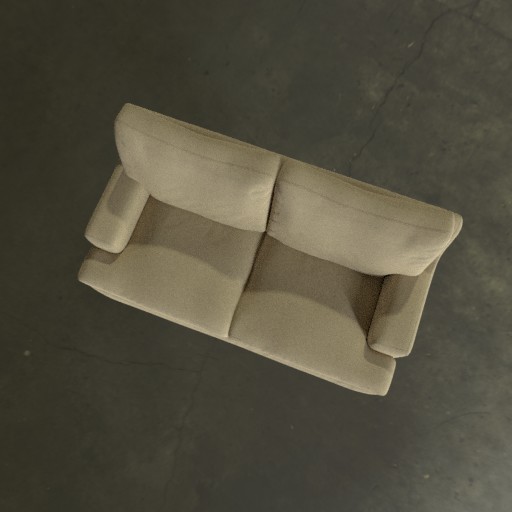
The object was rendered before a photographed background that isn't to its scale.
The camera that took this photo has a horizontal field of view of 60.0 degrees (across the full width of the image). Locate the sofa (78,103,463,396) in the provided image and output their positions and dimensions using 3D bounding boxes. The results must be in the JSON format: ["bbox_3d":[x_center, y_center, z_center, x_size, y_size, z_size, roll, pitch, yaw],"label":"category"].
[{"bbox_3d":[0.000,0.000,2.460,1.885,0.967,0.962,20,76,5],"label":"sofa"}]
